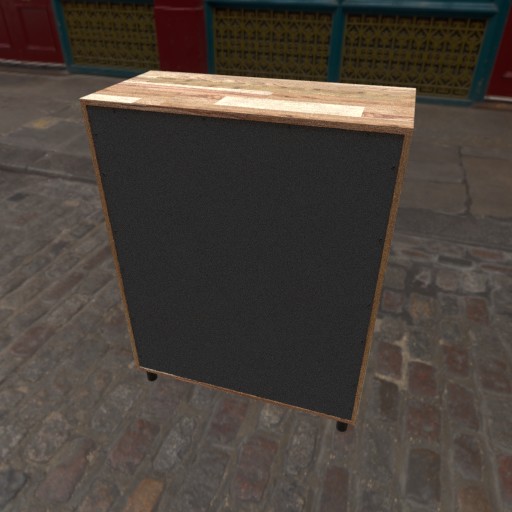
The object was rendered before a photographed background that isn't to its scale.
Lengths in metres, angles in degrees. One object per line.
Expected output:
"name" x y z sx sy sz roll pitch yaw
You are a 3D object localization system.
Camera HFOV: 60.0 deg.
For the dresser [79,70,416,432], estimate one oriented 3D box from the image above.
"dresser" 0.000 0.000 1.744 0.966 1.243 0.480 10 35 15
